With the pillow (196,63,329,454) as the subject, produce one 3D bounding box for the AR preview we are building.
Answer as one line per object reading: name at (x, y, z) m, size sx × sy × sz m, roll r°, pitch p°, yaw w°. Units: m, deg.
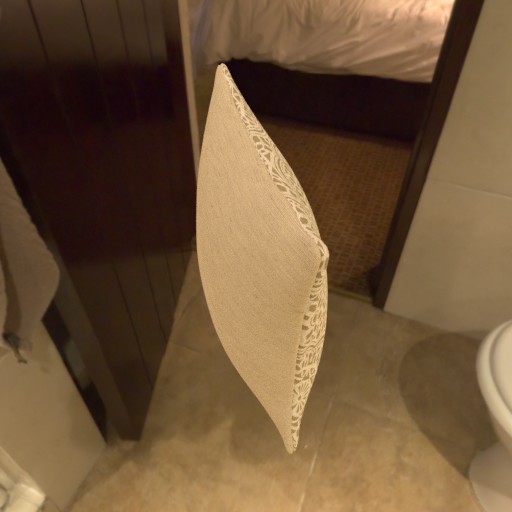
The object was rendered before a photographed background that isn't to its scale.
pillow at (0.000, 0.000, 0.665) m, size 0.167 × 0.421 × 0.438 m, roll -10°, pitch 45°, yaw -10°
